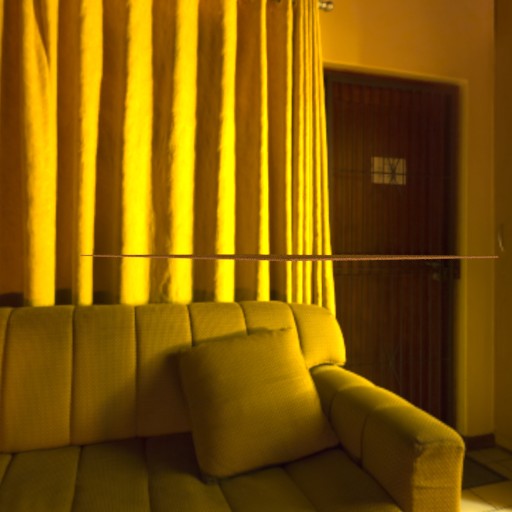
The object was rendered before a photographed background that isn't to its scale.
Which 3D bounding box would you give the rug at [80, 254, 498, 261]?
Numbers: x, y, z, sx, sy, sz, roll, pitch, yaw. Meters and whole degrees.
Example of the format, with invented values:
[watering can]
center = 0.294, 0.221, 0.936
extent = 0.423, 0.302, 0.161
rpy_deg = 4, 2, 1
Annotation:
[rug]
center = 0.000, 0.000, 2.149
extent = 1.142, 0.006, 1.752
rpy_deg = 0, 1, -38
